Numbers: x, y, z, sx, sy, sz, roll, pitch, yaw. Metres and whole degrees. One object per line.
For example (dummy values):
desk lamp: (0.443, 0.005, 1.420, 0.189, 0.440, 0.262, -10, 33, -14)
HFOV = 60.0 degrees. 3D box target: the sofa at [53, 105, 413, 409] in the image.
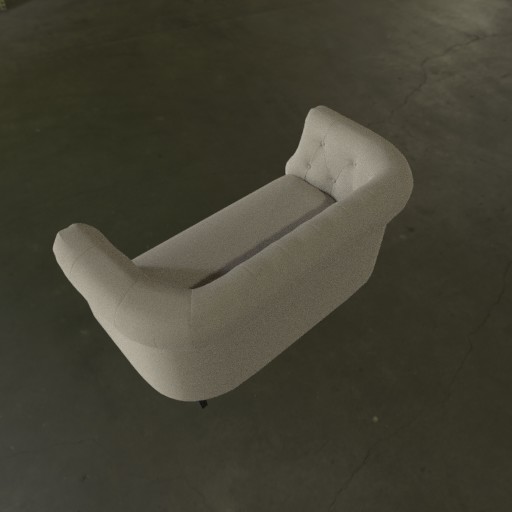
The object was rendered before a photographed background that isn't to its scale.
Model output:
sofa: (0.000, 0.000, 2.116, 1.558, 0.827, 0.835, -33, 55, -27)
